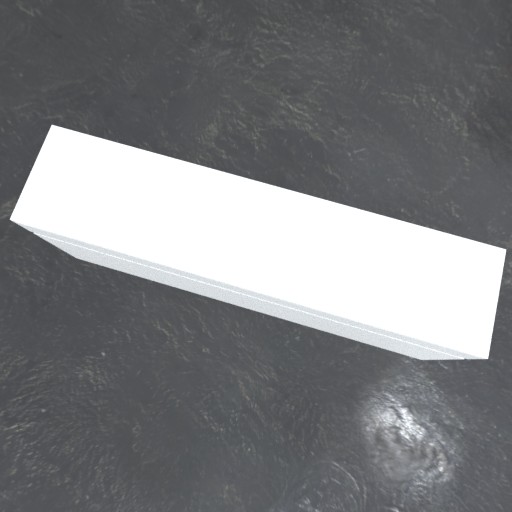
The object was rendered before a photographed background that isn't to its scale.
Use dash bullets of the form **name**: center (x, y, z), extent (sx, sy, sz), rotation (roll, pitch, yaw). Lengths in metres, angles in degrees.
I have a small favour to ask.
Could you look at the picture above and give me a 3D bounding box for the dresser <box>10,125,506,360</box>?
- **dresser**: center (0.000, 0.000, 2.418), extent (2.200, 0.840, 0.500), rotation (16, 77, 4)
